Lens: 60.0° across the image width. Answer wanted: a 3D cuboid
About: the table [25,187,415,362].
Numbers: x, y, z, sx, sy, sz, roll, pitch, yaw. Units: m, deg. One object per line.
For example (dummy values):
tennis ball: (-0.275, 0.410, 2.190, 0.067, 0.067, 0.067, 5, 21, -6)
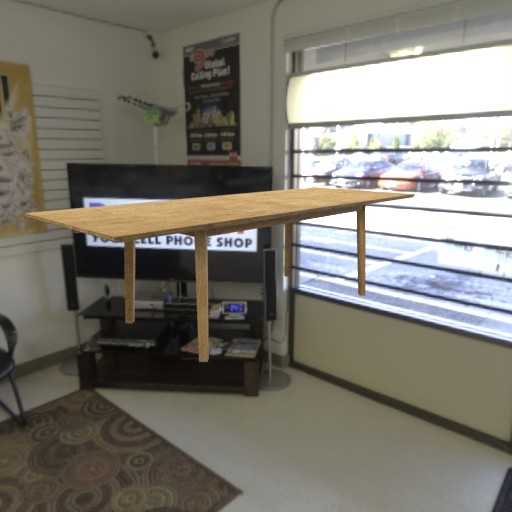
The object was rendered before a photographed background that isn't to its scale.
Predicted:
table: (0.000, 0.000, 3.079, 1.000, 0.752, 2.603, 13, 18, 43)
